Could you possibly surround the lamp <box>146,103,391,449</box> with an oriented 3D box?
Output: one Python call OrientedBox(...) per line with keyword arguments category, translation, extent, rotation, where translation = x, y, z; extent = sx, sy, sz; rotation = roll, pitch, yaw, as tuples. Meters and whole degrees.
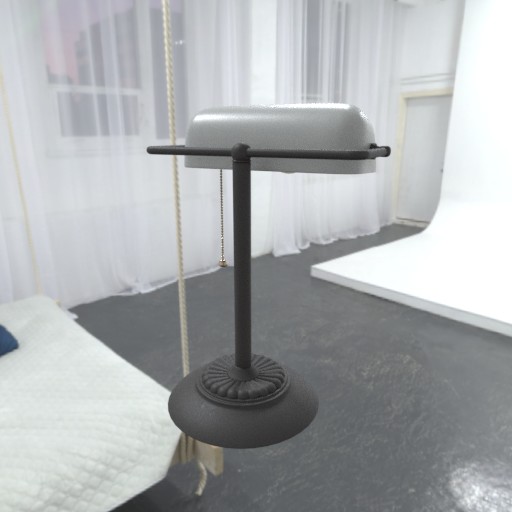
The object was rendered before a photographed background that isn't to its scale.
OrientedBox(category="lamp", translation=(0.000, 0.000, 0.515), extent=(0.264, 0.339, 0.243), rotation=(8, 17, 27))
